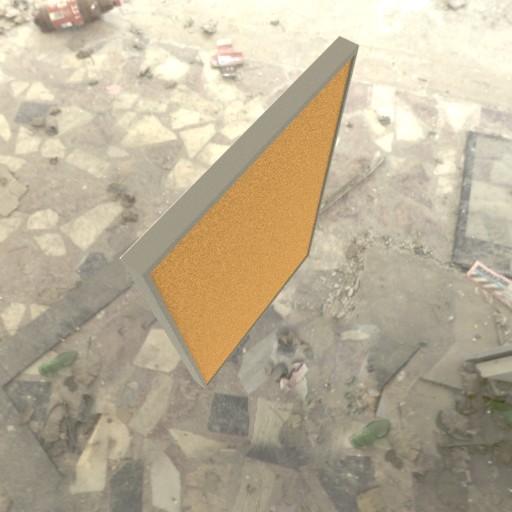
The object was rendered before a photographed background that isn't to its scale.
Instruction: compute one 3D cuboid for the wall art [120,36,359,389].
[{"bbox_3d":[0.000,0.000,0.968,0.039,0.753,0.511,34,68,16],"label":"wall art"}]
